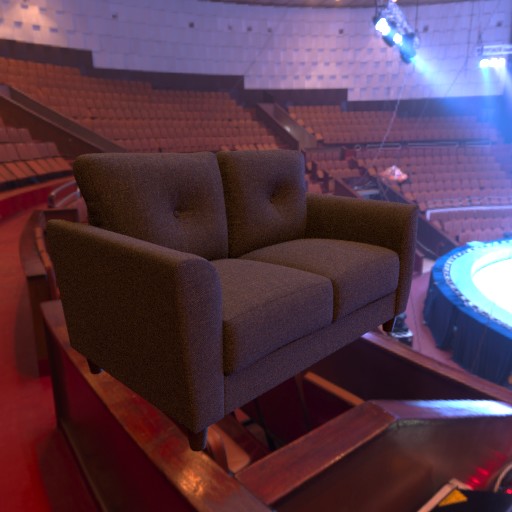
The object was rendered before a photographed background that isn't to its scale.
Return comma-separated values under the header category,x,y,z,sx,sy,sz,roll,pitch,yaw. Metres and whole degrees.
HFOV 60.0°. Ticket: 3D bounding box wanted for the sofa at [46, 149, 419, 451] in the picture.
category,x,y,z,sx,sy,sz,roll,pitch,yaw
sofa,0.000,0.000,1.925,0.851,0.885,1.423,14,20,42
